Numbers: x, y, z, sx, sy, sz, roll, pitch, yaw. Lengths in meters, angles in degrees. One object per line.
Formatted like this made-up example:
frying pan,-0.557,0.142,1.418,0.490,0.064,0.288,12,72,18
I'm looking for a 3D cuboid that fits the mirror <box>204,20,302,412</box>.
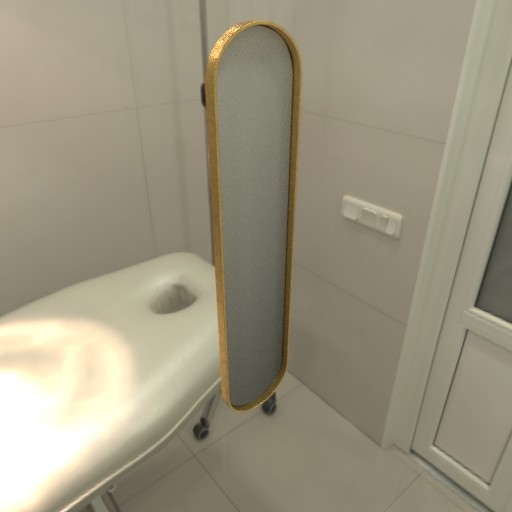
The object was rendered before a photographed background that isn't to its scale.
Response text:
mirror,0.000,0.000,1.055,0.222,0.991,0.032,-22,37,-34
